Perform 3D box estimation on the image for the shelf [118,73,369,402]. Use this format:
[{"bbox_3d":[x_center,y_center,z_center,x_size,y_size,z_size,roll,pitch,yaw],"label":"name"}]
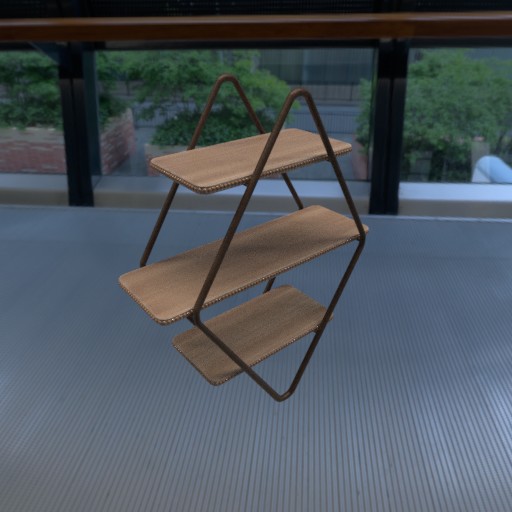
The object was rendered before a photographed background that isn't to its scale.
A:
[{"bbox_3d":[0.000,0.000,1.038,0.609,0.774,0.234,-22,37,-33],"label":"shelf"}]
